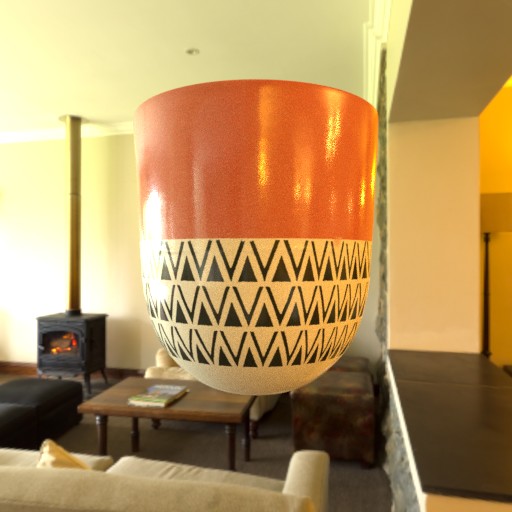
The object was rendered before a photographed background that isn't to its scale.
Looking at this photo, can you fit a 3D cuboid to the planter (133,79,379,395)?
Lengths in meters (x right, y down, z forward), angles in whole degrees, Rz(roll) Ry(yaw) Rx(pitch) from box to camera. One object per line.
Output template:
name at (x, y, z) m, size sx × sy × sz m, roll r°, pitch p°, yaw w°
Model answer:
planter at (0.000, 0.000, 0.365) m, size 0.195 × 0.214 × 0.195 m, roll 0°, pitch 0°, yaw 0°
